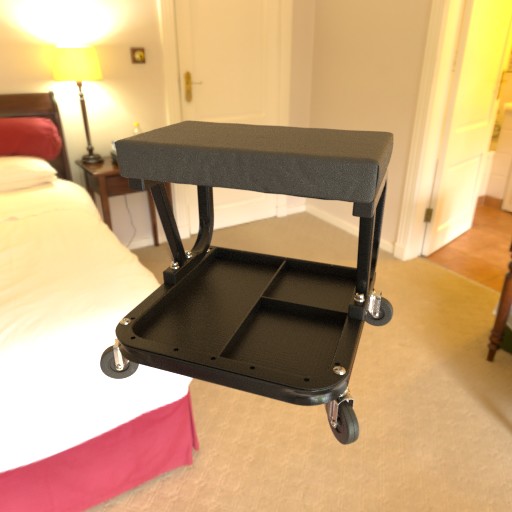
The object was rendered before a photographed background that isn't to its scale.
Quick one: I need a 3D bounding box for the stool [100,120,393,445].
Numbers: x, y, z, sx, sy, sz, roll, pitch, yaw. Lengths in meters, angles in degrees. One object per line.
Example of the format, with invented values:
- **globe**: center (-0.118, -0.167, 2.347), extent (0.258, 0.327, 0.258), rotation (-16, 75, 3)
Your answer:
- **stool**: center (0.000, 0.000, 0.722), extent (0.446, 0.380, 0.371), rotation (9, 27, 18)
